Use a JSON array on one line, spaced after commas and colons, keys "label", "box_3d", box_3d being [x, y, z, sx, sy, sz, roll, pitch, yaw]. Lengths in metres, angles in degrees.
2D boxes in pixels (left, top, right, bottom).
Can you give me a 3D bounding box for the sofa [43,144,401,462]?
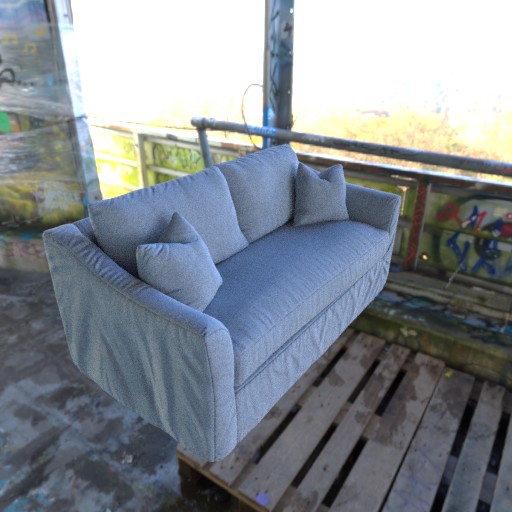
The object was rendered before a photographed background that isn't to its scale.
[{"label": "sofa", "box_3d": [0.000, 0.000, 2.668, 1.072, 1.018, 2.010, 18, 32, 32]}]
